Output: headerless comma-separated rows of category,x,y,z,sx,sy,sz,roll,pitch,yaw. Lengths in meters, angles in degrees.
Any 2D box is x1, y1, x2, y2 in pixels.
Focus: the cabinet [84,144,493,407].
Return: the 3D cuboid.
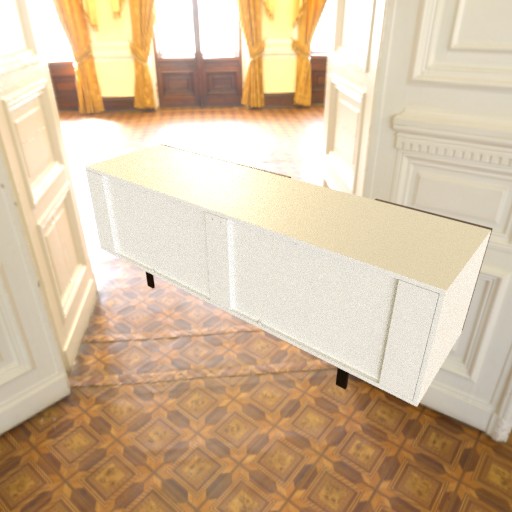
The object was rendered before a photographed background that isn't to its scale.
cabinet,0.000,0.000,1.740,1.499,0.533,0.431,21,36,32
